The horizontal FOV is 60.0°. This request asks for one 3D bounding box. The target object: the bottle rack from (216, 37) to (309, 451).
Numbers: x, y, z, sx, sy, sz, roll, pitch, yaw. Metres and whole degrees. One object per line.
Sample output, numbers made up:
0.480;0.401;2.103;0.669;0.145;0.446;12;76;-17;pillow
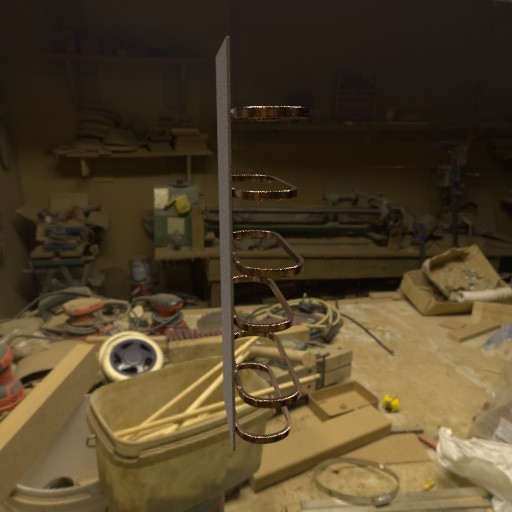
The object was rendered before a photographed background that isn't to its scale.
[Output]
0.000;0.000;0.827;0.118;0.709;0.332;-3;16;-9;bottle rack
